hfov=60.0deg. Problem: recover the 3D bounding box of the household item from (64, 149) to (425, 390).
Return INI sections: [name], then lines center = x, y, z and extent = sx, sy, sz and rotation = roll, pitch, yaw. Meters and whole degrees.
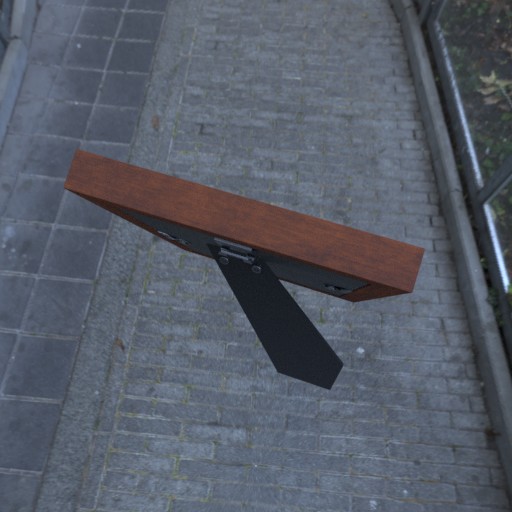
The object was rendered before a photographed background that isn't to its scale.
[household item]
center = 0.000, 0.000, 0.293
extent = 0.160, 0.204, 0.096
rotation = 17, 66, 8
